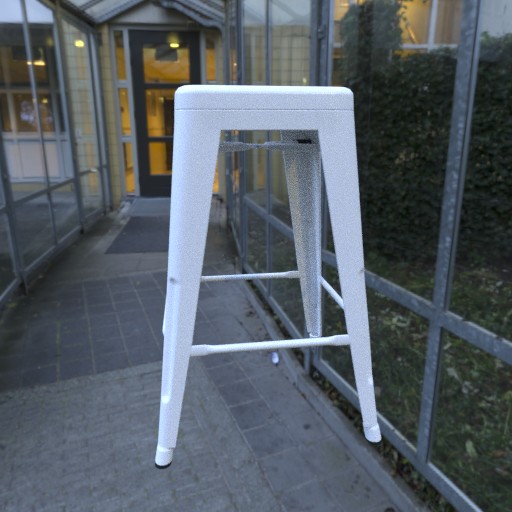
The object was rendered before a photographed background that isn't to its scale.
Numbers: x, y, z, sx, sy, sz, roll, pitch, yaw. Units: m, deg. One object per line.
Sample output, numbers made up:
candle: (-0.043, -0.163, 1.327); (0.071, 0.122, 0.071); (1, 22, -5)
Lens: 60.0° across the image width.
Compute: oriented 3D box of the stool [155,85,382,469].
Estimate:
stool: (0.000, 0.000, 0.877); (0.406, 0.610, 0.406); (-2, 17, -8)
